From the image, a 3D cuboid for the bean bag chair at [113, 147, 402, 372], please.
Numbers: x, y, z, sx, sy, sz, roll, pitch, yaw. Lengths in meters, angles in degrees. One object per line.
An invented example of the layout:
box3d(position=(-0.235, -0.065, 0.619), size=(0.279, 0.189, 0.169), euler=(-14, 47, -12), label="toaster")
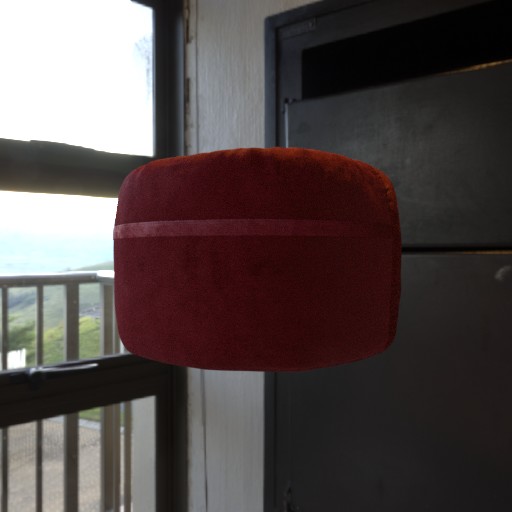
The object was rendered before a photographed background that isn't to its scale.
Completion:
box3d(position=(0.000, 0.000, 1.958), size=(1.219, 0.762, 1.219), euler=(0, 0, 0), label="bean bag chair")
